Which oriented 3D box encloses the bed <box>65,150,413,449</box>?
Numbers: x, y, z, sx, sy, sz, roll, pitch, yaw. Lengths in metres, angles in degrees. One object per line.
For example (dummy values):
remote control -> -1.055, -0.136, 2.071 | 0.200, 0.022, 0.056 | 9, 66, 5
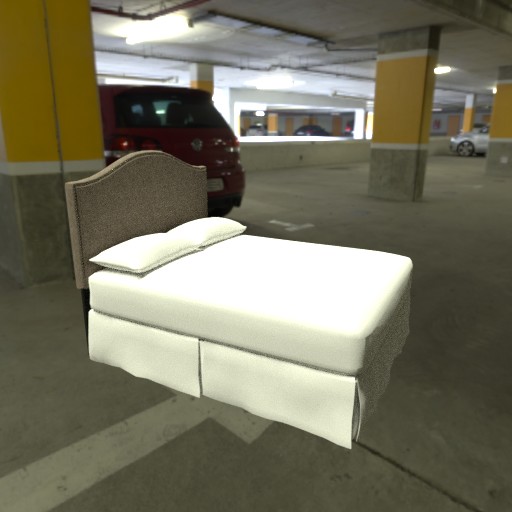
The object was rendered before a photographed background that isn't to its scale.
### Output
bed -> 0.000, 0.000, 3.371 | 2.153, 1.518, 1.713 | 8, 18, 27
